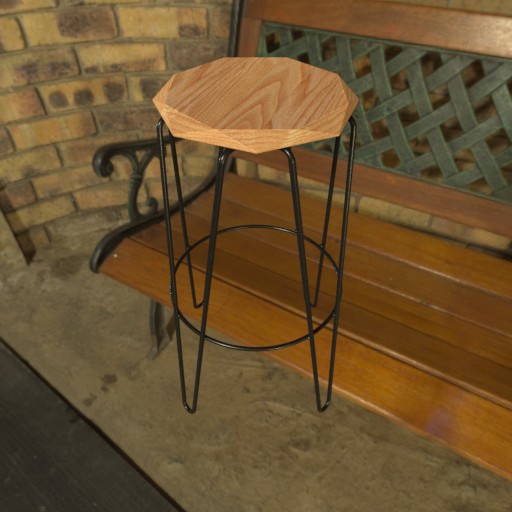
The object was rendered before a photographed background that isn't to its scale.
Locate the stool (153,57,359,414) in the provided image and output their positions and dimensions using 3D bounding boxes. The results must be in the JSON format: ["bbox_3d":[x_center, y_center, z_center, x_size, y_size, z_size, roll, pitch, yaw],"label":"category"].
[{"bbox_3d":[0.000,0.000,0.801,0.326,0.610,0.326,0,43,0],"label":"stool"}]
